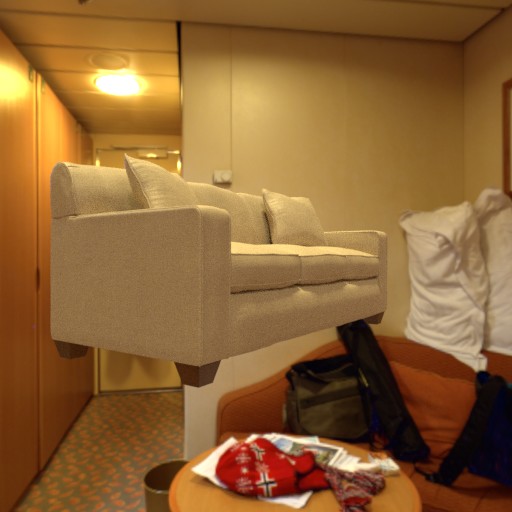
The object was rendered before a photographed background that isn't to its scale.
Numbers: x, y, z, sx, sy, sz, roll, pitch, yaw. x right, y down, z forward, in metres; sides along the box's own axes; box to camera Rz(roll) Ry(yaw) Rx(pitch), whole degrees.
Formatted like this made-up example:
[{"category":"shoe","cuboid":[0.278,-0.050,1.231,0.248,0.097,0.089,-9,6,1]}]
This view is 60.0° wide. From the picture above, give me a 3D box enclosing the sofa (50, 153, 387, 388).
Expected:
[{"category":"sofa","cuboid":[0.000,0.000,2.633,0.997,0.958,2.024,0,0,35]}]
